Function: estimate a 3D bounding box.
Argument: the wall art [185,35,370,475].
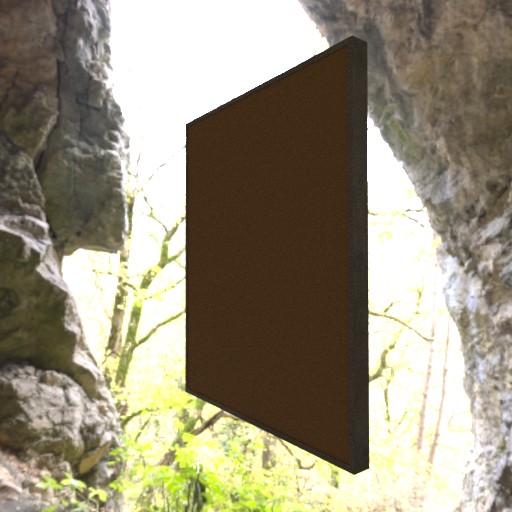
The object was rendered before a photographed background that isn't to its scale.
[{"bbox_3d":[0.000,0.000,0.702,0.032,0.521,0.421,1,-1,-37],"label":"wall art"}]
